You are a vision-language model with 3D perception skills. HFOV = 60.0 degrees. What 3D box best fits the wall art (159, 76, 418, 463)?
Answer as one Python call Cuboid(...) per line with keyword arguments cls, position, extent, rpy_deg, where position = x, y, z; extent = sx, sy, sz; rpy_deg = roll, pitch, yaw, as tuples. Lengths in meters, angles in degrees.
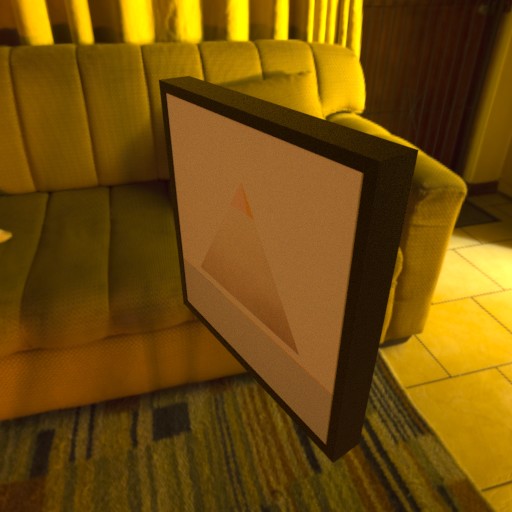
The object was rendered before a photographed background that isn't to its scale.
Cuboid(cls="wall art", position=(0.000, 0.000, 0.459), extent=(0.037, 0.303, 0.304), rpy_deg=(-21, 38, -30))
